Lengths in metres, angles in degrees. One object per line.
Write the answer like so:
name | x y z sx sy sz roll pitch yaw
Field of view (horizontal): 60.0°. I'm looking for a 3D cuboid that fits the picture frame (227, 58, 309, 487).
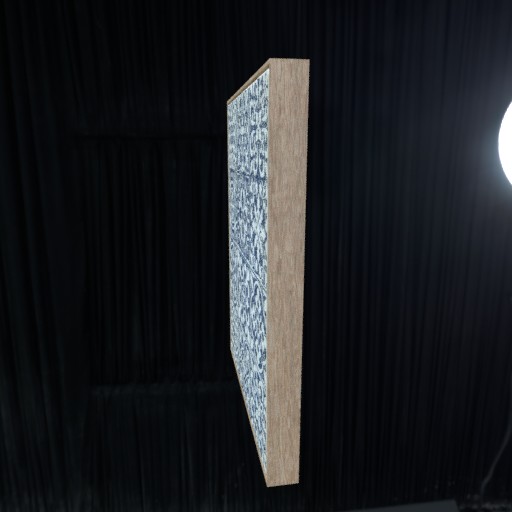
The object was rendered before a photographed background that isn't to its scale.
picture frame | 0.000 0.000 0.732 0.043 0.526 0.424 -2 13 -9
